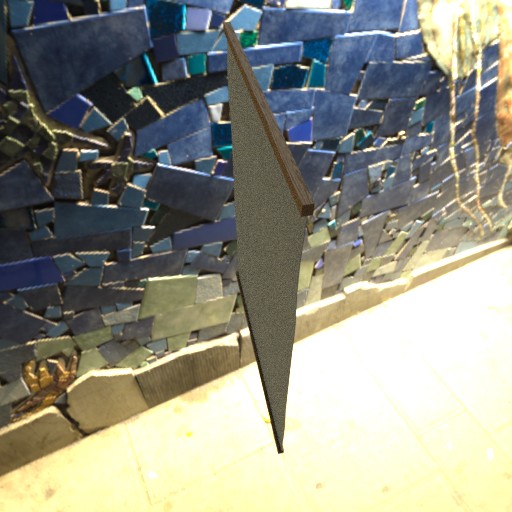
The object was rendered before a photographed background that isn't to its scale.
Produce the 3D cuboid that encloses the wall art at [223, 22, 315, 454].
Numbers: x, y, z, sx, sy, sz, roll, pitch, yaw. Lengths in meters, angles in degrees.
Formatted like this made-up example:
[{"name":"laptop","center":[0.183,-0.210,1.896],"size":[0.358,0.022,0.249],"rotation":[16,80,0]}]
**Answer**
[{"name":"wall art","center":[0.000,0.000,0.768],"size":[0.011,0.605,0.458],"rotation":[-9,47,-8]}]
